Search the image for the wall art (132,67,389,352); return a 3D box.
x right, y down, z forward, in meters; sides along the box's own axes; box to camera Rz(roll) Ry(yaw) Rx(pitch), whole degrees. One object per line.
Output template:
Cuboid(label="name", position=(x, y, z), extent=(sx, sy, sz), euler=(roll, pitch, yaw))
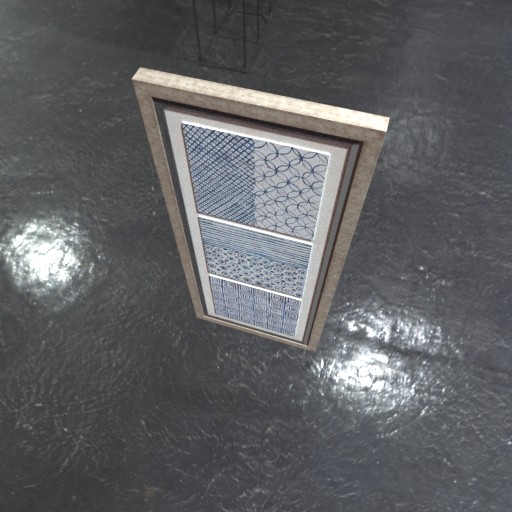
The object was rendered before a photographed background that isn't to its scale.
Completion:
Cuboid(label="wall art", position=(0.000, 0.000, 1.706), extent=(0.648, 1.461, 0.051), euler=(15, 59, 9))
